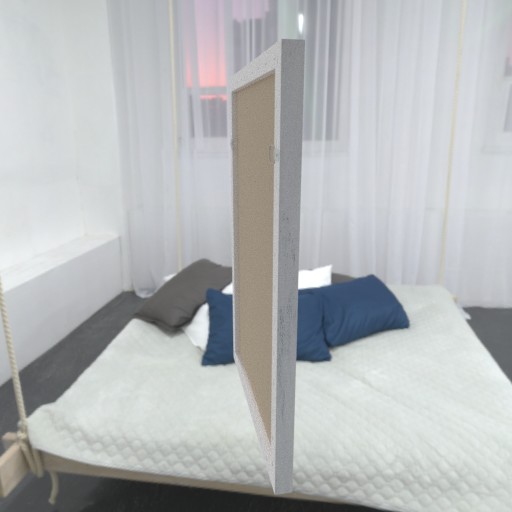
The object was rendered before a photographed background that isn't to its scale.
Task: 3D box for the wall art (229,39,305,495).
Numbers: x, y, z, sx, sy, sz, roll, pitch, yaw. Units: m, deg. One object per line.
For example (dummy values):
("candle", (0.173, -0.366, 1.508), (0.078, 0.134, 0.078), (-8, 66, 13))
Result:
("wall art", (0.000, 0.000, 1.143), (0.043, 0.914, 0.624), (-3, 16, -11))
